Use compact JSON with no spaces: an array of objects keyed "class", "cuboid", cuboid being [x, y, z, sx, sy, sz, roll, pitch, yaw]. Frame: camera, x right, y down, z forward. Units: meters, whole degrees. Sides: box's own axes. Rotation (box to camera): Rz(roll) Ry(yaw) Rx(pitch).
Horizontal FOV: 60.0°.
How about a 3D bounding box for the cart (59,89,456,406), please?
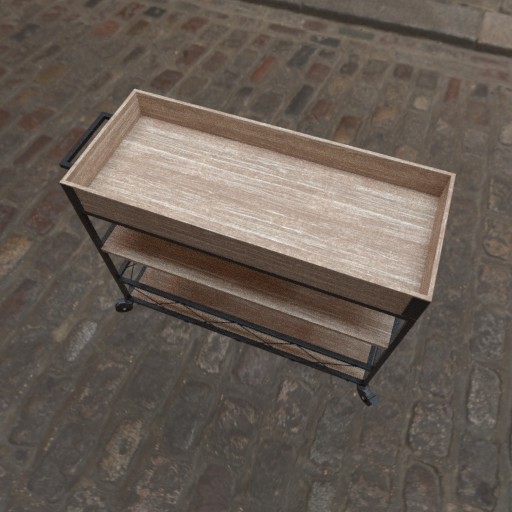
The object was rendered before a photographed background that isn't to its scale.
[{"class":"cart","cuboid":[0.000,0.000,1.497,1.101,0.787,0.500,18,60,11]}]
